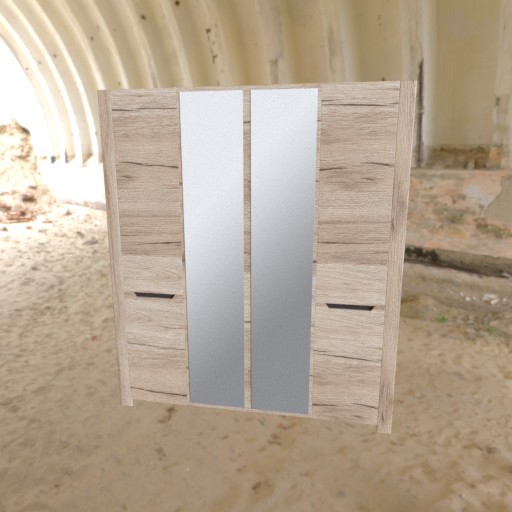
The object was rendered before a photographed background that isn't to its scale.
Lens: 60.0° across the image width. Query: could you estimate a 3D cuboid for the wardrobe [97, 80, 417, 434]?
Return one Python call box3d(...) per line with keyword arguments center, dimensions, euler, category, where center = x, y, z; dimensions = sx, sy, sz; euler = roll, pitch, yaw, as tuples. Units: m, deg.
box3d(center=(0.000, 0.000, 2.963), dimensions=(1.810, 2.070, 0.580), euler=(2, 13, 10), category="wardrobe")
